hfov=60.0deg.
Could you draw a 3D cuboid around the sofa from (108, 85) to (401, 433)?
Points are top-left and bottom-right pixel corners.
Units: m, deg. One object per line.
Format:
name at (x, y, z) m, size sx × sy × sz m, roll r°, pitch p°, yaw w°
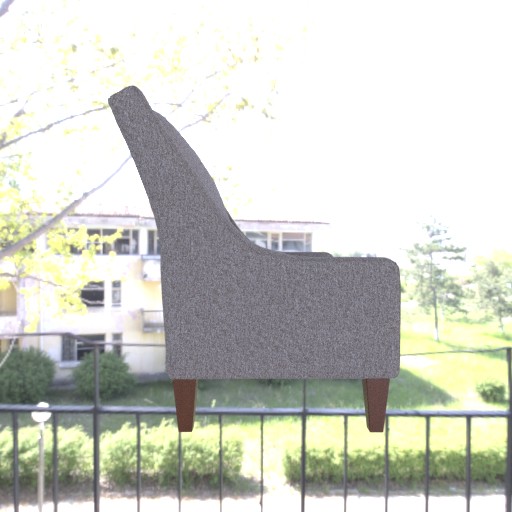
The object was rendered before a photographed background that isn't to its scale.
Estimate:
sofa at (0.000, 0.000, 1.893) m, size 0.862 × 1.026 × 1.242 m, roll 0°, pitch 1°, yaw 0°
